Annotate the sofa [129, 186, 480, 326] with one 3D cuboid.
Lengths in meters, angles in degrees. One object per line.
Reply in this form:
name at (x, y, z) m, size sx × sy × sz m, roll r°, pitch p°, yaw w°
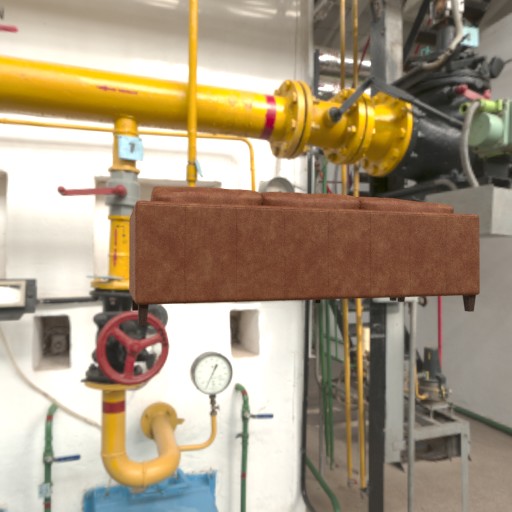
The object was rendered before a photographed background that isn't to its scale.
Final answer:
sofa at (0.000, 0.000, 4.330) m, size 2.438 × 0.838 × 3.167 m, roll 0°, pitch -1°, yaw -18°
